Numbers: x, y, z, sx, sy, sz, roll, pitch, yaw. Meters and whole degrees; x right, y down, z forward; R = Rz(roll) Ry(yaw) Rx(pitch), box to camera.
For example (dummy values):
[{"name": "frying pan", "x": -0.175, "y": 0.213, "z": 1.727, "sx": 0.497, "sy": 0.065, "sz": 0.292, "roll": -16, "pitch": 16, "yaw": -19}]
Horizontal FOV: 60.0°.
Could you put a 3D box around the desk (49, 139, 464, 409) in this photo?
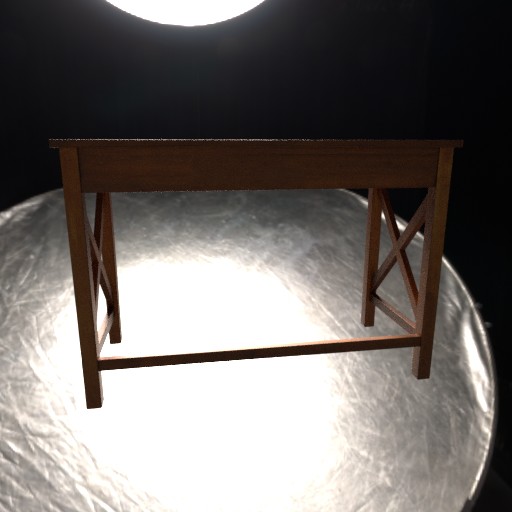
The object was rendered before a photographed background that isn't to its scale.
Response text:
[{"name": "desk", "x": 0.000, "y": 0.000, "z": 1.513, "sx": 1.117, "sy": 0.762, "sz": 0.508, "roll": -2, "pitch": 14, "yaw": -9}]
